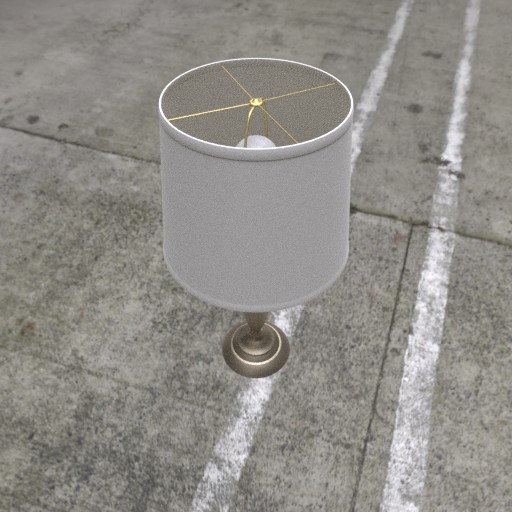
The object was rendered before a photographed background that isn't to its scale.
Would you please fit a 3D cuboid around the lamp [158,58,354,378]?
[{"bbox_3d":[0.000,0.000,0.823,0.328,0.619,0.328,0,46,0],"label":"lamp"}]
